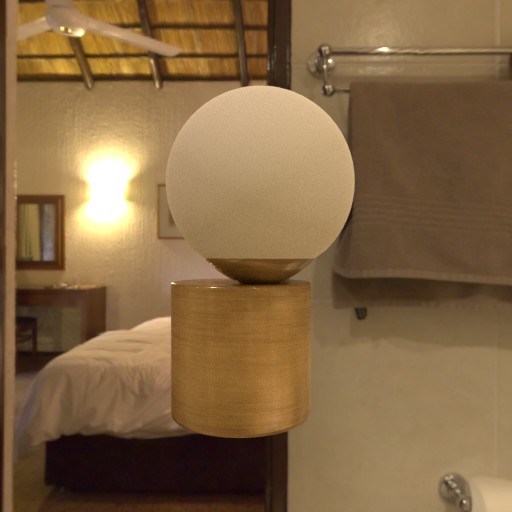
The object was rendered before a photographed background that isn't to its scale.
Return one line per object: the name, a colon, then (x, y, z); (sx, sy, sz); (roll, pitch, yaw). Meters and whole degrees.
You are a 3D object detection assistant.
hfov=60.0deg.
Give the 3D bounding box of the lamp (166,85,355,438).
lamp: (0.000, 0.000, 0.343); (0.141, 0.250, 0.152); (0, 0, -35)
